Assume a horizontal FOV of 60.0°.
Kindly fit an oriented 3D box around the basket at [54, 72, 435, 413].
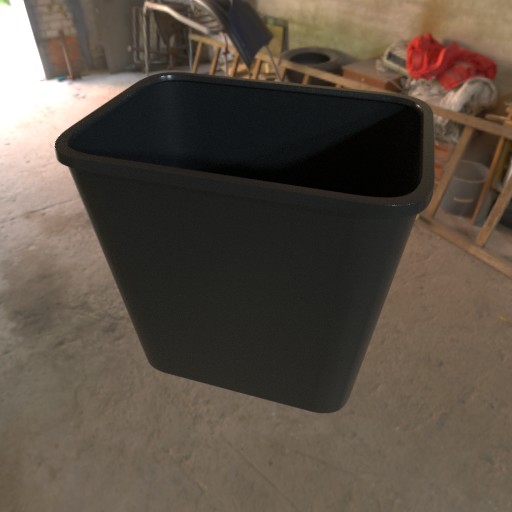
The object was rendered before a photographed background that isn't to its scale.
[{"bbox_3d":[0.000,0.000,0.485,0.300,0.307,0.211,11,41,13],"label":"basket"}]
